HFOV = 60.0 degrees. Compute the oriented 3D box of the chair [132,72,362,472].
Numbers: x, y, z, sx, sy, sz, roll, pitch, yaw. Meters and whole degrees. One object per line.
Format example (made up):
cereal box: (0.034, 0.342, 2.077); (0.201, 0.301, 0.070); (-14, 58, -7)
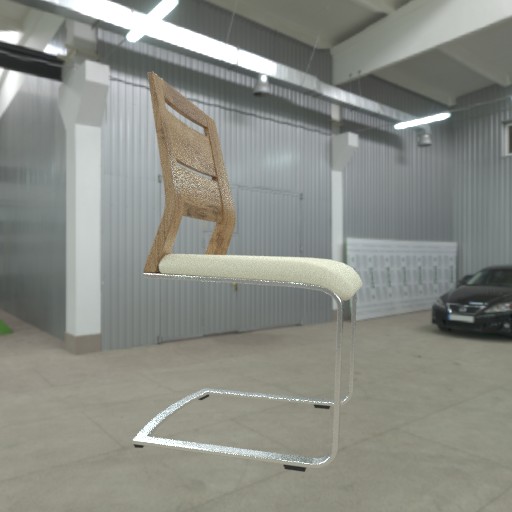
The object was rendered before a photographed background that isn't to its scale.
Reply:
chair: (0.000, 0.000, 1.243); (0.561, 0.955, 0.457); (0, 0, 17)
